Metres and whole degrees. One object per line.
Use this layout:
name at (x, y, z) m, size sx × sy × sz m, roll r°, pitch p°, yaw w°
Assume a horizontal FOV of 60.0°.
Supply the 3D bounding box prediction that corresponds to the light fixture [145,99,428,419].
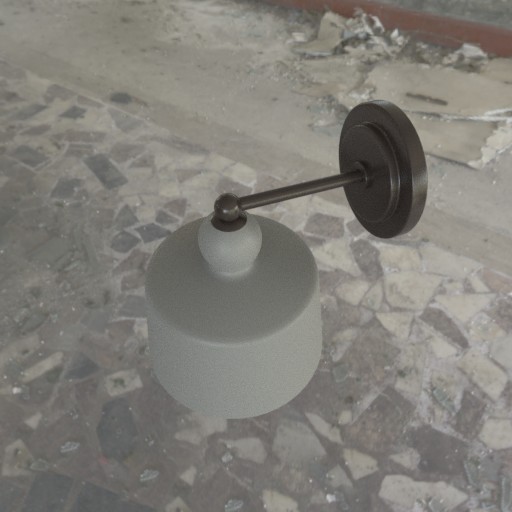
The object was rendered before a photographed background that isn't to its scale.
light fixture at (0.000, 0.000, 0.436) m, size 0.254 × 0.268 × 0.204 m, roll -15°, pitch 50°, yaw -13°
